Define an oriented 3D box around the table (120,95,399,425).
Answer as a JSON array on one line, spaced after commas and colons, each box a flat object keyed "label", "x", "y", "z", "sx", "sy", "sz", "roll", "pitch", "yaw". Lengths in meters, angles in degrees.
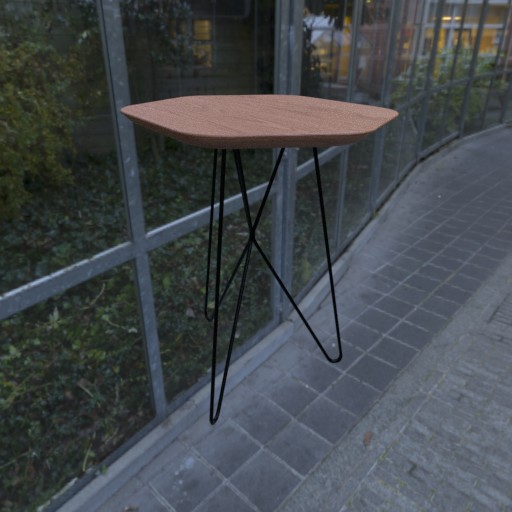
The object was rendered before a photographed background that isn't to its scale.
[{"label": "table", "x": 0.000, "y": 0.000, "z": 0.886, "sx": 0.400, "sy": 0.562, "sz": 0.500, "roll": -16, "pitch": 30, "yaw": -30}]
